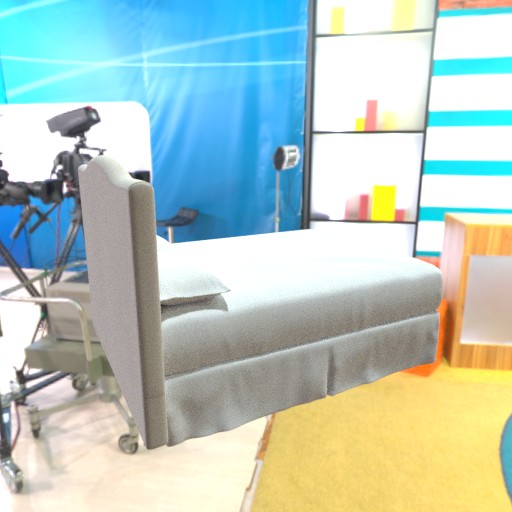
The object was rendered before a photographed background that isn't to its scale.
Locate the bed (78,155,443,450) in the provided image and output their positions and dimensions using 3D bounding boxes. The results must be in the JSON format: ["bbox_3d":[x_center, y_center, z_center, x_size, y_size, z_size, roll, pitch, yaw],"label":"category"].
[{"bbox_3d":[0.000,0.000,3.229,2.143,1.460,1.753,-7,16,-27],"label":"bed"}]
